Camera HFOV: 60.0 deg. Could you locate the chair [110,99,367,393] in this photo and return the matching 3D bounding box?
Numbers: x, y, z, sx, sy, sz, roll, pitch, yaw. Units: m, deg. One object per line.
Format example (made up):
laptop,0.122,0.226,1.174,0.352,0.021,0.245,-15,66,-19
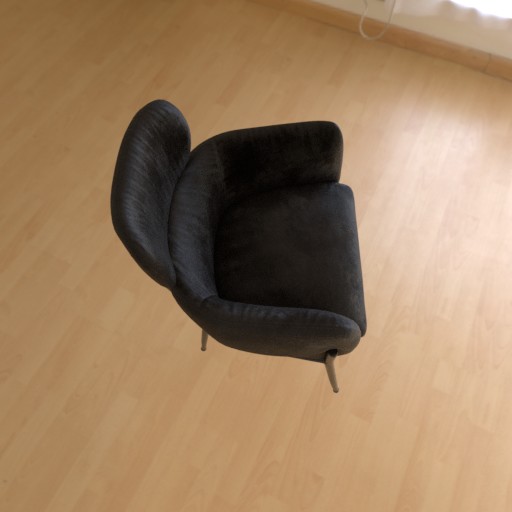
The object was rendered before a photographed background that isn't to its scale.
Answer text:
chair,0.000,0.000,1.289,0.604,0.818,0.640,1,63,1
